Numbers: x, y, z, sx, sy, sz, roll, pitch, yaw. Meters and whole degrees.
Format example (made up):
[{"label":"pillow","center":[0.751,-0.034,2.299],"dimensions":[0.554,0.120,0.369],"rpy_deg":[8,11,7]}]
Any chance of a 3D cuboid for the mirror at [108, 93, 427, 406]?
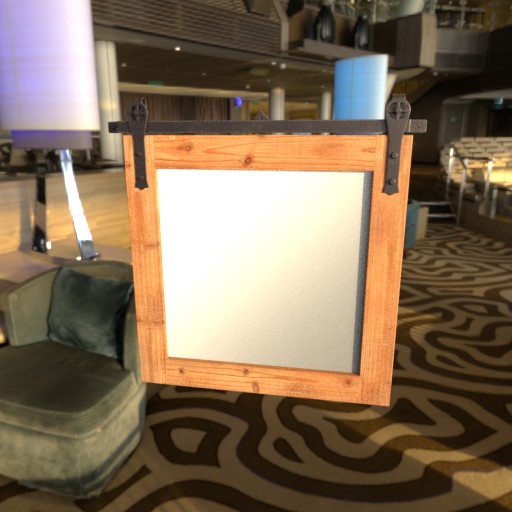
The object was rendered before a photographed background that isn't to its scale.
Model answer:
[{"label":"mirror","center":[0.000,0.000,1.173],"dimensions":[0.805,0.800,0.054],"rpy_deg":[3,15,10]}]
